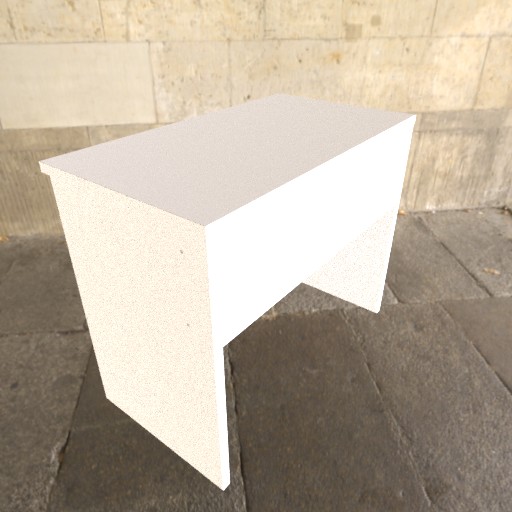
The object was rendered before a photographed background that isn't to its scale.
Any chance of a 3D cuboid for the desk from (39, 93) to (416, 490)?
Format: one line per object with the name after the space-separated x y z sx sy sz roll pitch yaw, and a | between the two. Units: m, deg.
0.000 0.000 1.326 0.498 0.729 0.900 22 38 32 | desk
